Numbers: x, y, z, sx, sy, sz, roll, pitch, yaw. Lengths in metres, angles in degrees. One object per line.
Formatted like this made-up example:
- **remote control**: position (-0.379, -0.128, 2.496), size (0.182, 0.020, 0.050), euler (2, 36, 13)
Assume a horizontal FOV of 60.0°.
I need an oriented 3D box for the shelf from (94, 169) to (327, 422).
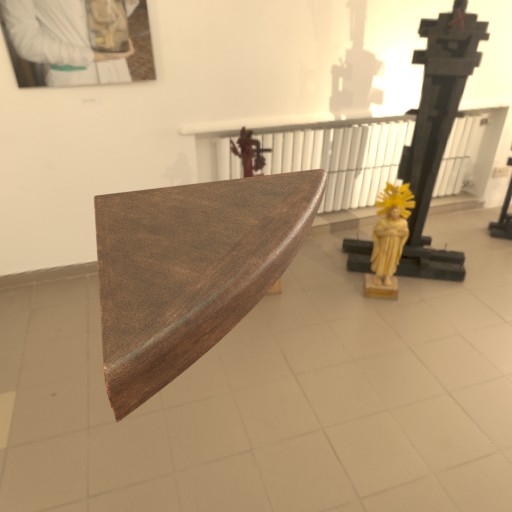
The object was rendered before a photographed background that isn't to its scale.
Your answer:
- **shelf**: position (0.000, 0.000, 0.463), size (0.310, 0.050, 0.310), euler (-10, 33, -15)
